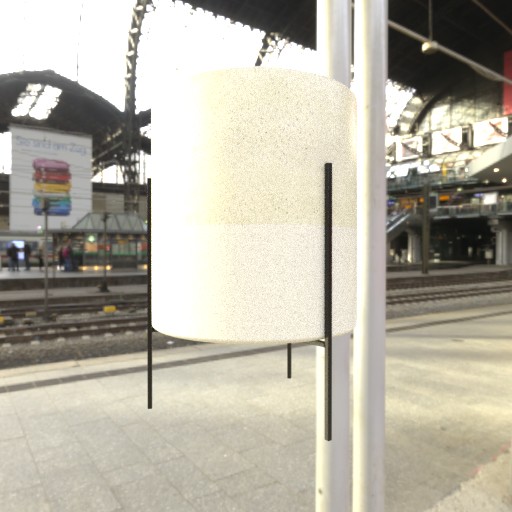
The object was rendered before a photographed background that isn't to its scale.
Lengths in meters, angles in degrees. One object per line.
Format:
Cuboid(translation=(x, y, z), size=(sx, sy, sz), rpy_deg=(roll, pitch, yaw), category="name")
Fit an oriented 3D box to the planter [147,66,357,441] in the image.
Cuboid(translation=(0.000, 0.000, 0.714), size=(0.324, 0.483, 0.333), rpy_deg=(0, 1, -36), category="planter")
